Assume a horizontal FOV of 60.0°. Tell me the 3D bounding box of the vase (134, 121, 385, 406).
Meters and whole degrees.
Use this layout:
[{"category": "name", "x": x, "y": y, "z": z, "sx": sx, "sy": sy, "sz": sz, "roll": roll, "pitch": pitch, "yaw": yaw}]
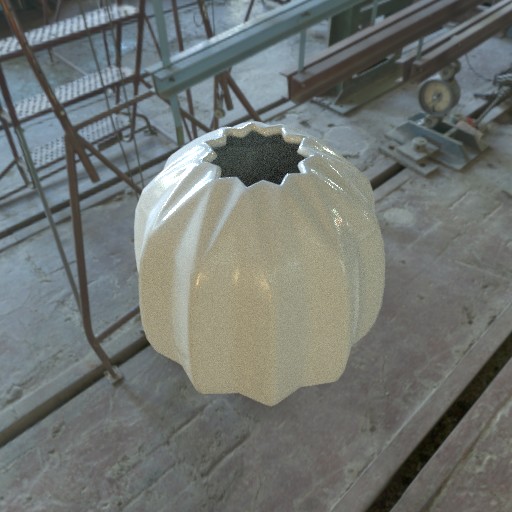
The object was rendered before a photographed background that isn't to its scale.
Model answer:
[{"category": "vase", "x": 0.000, "y": 0.000, "z": 0.244, "sx": 0.139, "sy": 0.134, "sz": 0.139, "roll": 0, "pitch": 47, "yaw": 0}]
